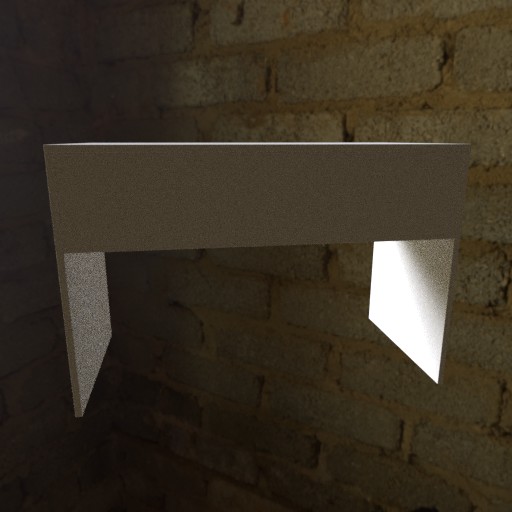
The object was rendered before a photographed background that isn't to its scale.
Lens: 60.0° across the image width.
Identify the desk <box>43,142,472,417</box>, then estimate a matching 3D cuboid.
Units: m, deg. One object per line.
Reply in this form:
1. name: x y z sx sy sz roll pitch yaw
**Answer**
1. desk: 0.000 0.000 1.482 1.100 0.730 0.560 -2 15 -9
